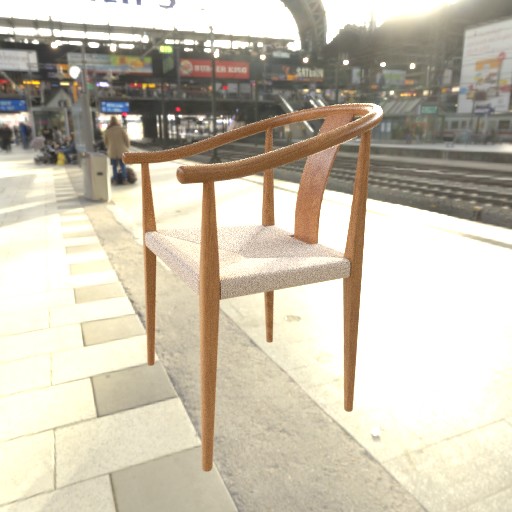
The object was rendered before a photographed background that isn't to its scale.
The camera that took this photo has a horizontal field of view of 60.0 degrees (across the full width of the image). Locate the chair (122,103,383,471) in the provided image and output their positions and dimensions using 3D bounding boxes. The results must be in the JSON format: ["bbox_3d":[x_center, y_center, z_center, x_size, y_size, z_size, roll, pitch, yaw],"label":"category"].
[{"bbox_3d":[0.000,0.000,1.215,0.579,0.800,0.556,-8,18,-26],"label":"chair"}]
